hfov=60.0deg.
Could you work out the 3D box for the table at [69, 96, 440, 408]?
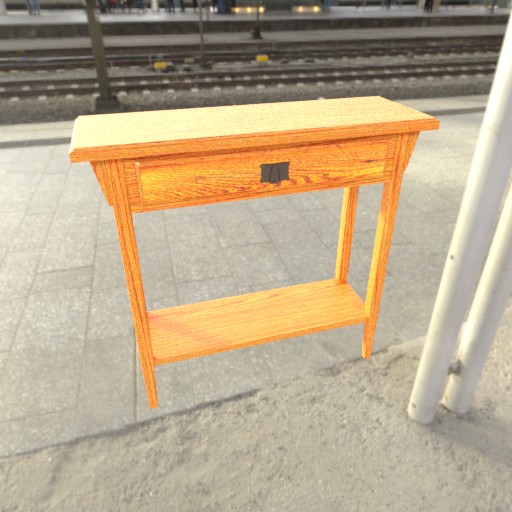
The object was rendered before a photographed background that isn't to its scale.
[{"bbox_3d":[0.000,0.000,1.155,0.762,0.711,0.254,-9,32,-14],"label":"table"}]
